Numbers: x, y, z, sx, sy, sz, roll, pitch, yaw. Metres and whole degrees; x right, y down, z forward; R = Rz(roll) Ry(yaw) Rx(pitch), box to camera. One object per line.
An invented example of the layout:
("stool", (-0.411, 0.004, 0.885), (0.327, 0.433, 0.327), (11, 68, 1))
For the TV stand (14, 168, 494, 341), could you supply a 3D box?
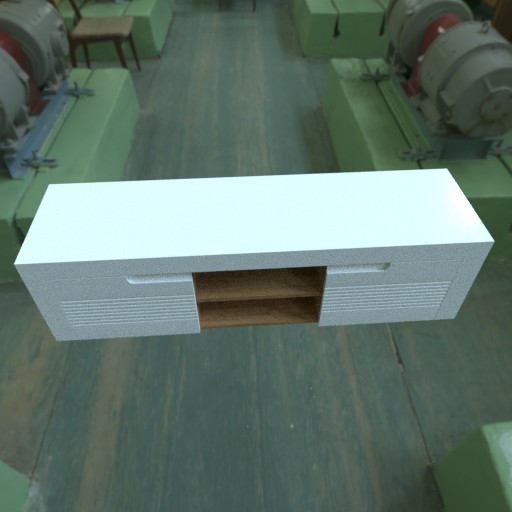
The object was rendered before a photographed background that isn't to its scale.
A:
("TV stand", (0.000, 0.000, 1.680), (1.500, 0.440, 0.410), (-3, 45, -3))
